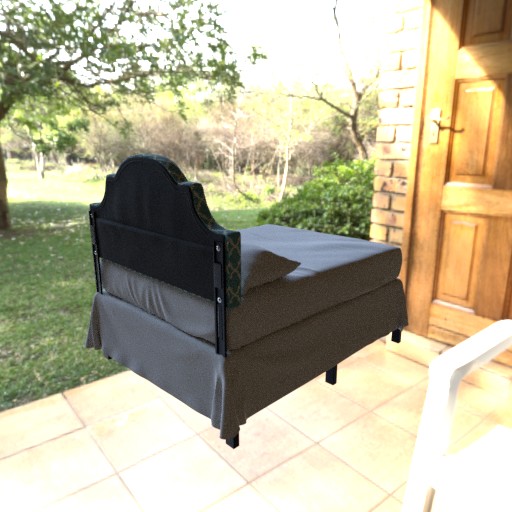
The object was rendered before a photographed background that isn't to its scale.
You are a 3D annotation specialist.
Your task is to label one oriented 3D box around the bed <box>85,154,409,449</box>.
[{"bbox_3d":[0.000,0.000,3.542,2.222,1.633,1.780,-14,20,-43],"label":"bed"}]
